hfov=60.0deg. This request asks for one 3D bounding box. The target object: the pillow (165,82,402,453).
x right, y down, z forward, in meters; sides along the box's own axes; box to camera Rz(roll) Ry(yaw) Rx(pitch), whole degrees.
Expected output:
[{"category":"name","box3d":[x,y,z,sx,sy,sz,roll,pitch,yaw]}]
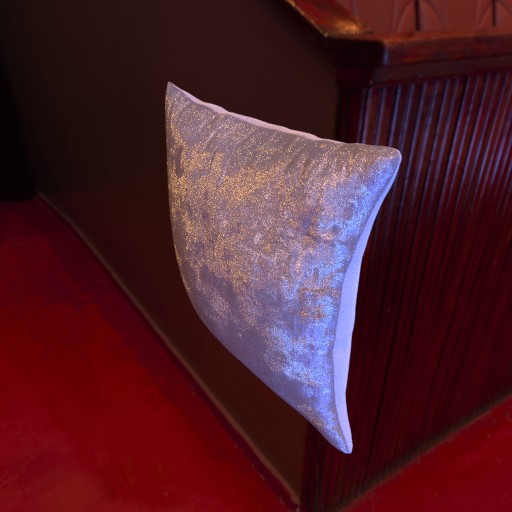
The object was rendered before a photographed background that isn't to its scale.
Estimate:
[{"category":"pillow","box3d":[0.000,0.000,0.702,0.175,0.464,0.470,-21,36,-31]}]
